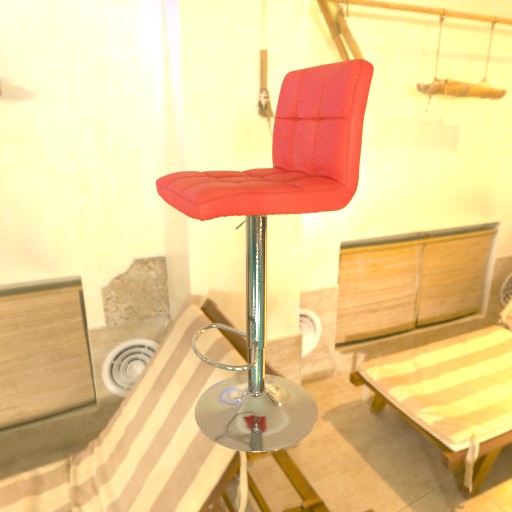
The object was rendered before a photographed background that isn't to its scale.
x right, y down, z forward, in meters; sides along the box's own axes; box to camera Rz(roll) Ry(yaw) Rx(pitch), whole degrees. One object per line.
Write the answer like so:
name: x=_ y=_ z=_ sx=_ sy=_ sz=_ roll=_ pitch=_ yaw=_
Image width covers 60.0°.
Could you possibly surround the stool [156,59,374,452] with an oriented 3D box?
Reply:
stool: x=0.000 y=0.000 z=1.372 sx=0.505 sy=1.115 sz=0.430 roll=-8 pitch=19 yaw=-24
